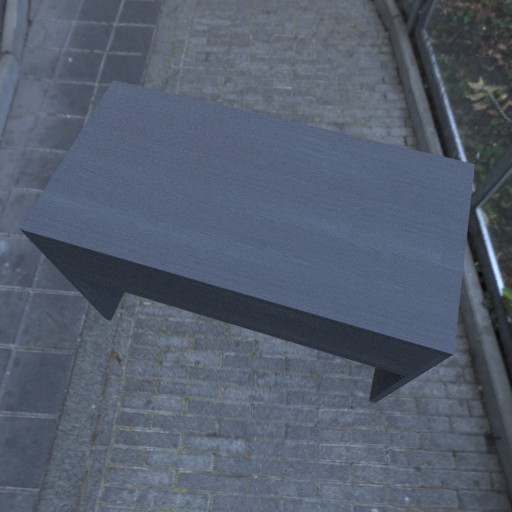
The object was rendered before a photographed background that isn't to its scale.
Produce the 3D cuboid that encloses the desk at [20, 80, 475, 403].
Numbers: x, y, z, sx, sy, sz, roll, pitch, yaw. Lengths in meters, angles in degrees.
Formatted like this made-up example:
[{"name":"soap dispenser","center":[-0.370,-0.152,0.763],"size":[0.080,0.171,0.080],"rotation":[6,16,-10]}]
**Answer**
[{"name":"desk","center":[0.000,0.000,1.510],"size":[1.099,0.729,0.557],"rotation":[15,65,8]}]
